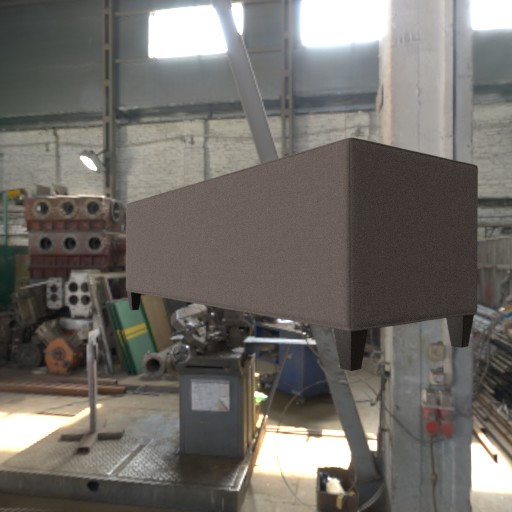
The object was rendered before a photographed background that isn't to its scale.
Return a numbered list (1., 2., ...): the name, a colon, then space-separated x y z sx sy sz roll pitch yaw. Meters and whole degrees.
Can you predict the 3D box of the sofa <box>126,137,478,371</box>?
1. sofa: 0.000 0.000 2.515 0.775 0.762 2.159 0 0 -35
